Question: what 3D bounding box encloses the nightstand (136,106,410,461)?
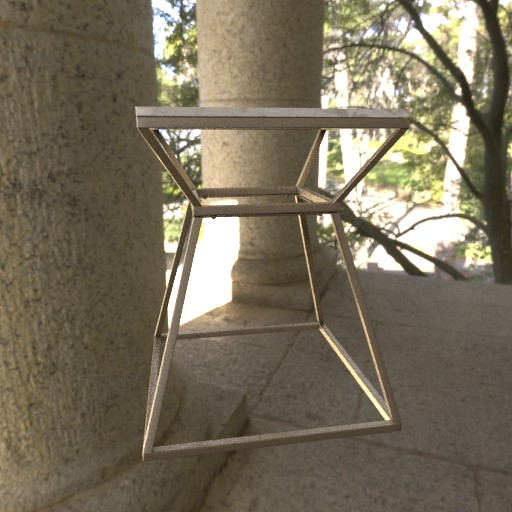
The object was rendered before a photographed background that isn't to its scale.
[{"bbox_3d":[0.000,0.000,0.904,0.455,0.554,0.455,-3,16,-10],"label":"nightstand"}]
